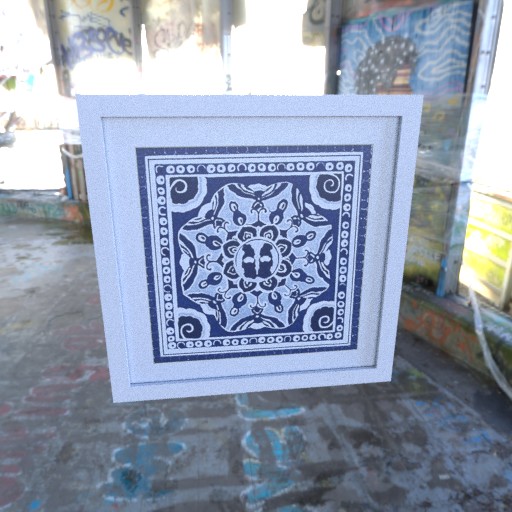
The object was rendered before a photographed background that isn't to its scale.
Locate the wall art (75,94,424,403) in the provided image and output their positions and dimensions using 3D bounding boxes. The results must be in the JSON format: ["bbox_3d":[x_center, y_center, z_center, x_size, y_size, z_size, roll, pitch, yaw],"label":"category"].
[{"bbox_3d":[0.000,0.000,0.518,0.355,0.355,0.027,-2,19,-7],"label":"wall art"}]
